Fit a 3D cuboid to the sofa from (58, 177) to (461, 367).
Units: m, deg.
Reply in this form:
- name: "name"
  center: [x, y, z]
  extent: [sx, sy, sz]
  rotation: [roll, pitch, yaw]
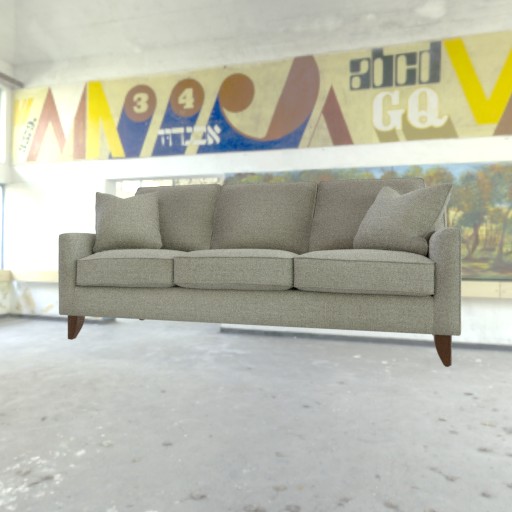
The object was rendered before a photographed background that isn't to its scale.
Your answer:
- name: "sofa"
  center: [0.000, 0.000, 2.470]
  extent: [2.031, 0.914, 0.865]
  rotation: [0, 0, 18]
